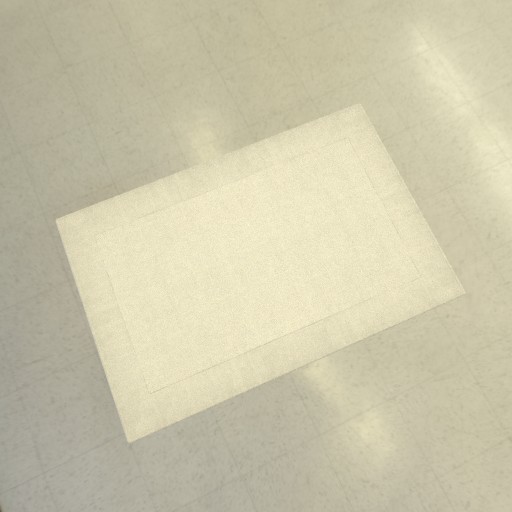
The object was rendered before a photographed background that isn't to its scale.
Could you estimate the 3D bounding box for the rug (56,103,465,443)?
[{"bbox_3d":[0.000,0.000,2.330,1.829,0.013,1.219,-22,76,-6],"label":"rug"}]
